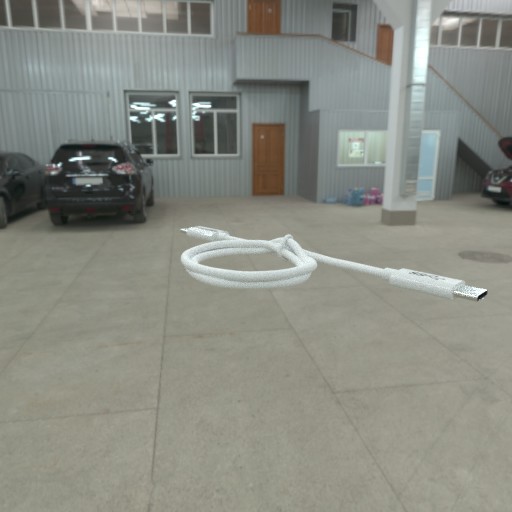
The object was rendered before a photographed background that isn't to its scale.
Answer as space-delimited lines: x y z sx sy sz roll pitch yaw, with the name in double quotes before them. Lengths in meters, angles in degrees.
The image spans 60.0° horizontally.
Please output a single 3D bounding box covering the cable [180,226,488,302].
"cable" 0.000 0.000 0.210 0.070 0.014 0.186 -13 19 -43
